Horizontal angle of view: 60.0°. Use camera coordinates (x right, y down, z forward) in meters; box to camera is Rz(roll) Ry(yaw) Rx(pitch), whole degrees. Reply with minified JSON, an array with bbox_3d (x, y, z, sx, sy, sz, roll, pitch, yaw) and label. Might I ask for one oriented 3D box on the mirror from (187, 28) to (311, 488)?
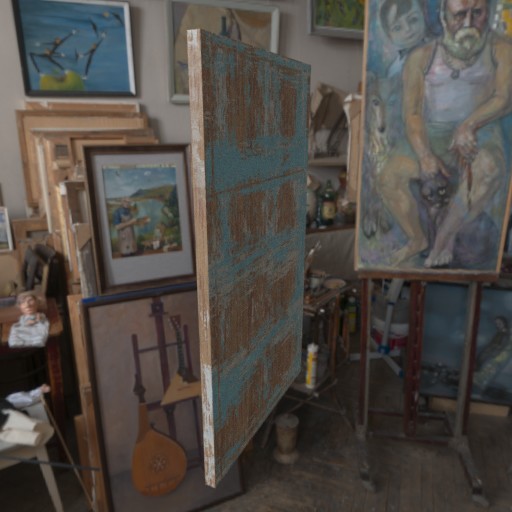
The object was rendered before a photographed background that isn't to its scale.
[{"bbox_3d":[0.000,0.000,1.439,0.083,1.213,0.707,8,19,25],"label":"mirror"}]
